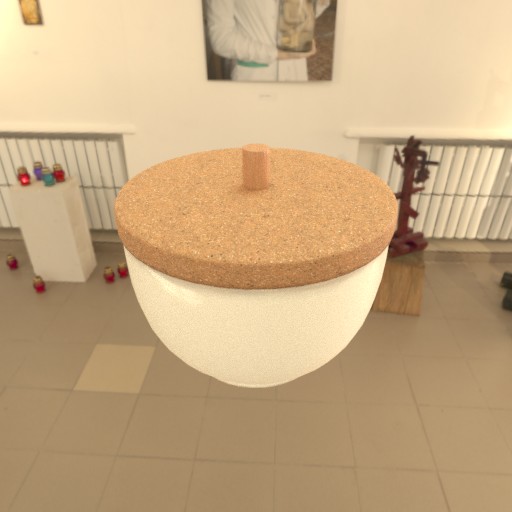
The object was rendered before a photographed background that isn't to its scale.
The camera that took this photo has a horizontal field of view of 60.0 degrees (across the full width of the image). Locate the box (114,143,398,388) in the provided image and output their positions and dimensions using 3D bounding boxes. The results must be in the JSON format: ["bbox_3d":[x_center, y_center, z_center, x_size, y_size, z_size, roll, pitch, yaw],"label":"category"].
[{"bbox_3d":[0.000,0.000,0.188,0.107,0.094,0.107,0,31,0],"label":"box"}]
